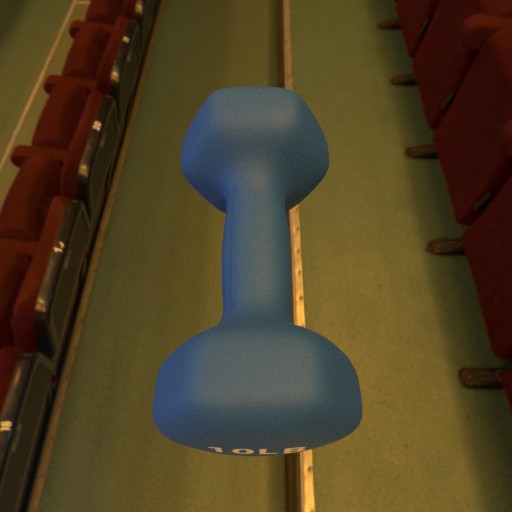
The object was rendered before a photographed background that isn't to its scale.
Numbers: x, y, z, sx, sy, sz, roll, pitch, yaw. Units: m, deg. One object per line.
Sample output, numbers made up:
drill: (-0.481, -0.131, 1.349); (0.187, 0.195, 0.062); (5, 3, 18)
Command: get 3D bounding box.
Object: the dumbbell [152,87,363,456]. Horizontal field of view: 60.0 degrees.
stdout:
dumbbell: (0.000, 0.000, 0.260); (0.103, 0.093, 0.212); (0, 58, 0)
